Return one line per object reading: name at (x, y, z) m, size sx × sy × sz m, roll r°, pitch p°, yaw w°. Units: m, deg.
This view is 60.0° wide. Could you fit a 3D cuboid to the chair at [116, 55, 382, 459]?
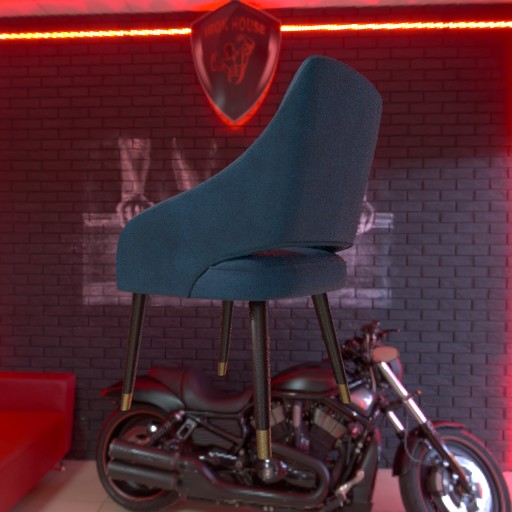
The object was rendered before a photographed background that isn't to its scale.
chair at (0.000, 0.000, 1.544) m, size 0.794 × 1.081 × 0.683 m, roll 1°, pitch 1°, yaw 36°
